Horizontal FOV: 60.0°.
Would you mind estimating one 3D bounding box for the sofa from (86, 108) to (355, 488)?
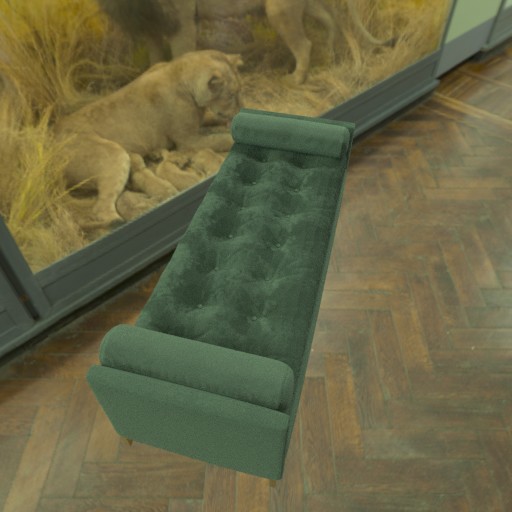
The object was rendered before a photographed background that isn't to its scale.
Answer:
[{"bbox_3d":[0.000,0.000,2.468,0.796,0.705,2.102,11,48,10],"label":"sofa"}]
